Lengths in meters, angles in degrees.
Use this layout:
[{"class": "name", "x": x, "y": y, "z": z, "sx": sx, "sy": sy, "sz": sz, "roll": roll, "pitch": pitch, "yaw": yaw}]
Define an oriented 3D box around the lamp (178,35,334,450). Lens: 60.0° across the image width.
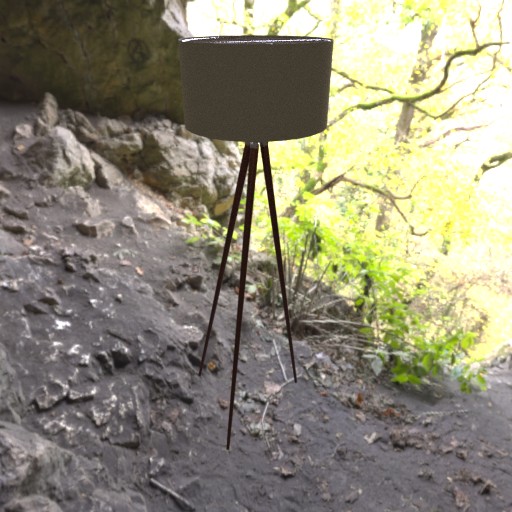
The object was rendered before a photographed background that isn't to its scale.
[{"class": "lamp", "x": 0.000, "y": 0.000, "z": 1.764, "sx": 0.483, "sy": 1.553, "sz": 0.483, "roll": -11, "pitch": 31, "yaw": -19}]
